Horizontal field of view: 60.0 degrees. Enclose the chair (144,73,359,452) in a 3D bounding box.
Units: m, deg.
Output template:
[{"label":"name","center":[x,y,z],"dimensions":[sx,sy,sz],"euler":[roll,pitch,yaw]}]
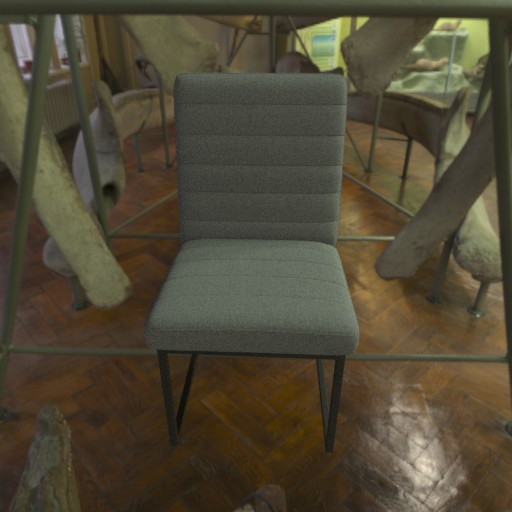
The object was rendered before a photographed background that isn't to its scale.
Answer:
[{"label":"chair","center":[0.000,0.000,1.293],"dimensions":[0.520,0.930,0.634],"euler":[1,30,2]}]
